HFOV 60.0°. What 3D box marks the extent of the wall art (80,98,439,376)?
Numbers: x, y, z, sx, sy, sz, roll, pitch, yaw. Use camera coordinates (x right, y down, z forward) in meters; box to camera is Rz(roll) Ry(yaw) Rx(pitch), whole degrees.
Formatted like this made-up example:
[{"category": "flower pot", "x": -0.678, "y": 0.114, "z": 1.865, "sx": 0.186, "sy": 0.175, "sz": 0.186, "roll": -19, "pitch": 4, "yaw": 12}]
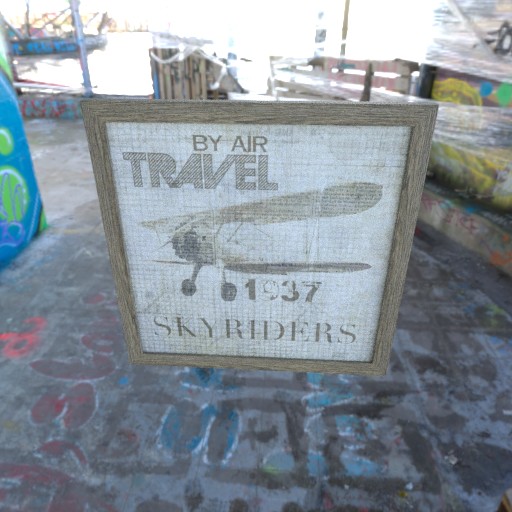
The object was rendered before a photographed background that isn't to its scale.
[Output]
[{"category": "wall art", "x": 0.000, "y": 0.000, "z": 0.759, "sx": 0.508, "sy": 0.508, "sz": 0.019, "roll": 2, "pitch": 30, "yaw": 3}]
